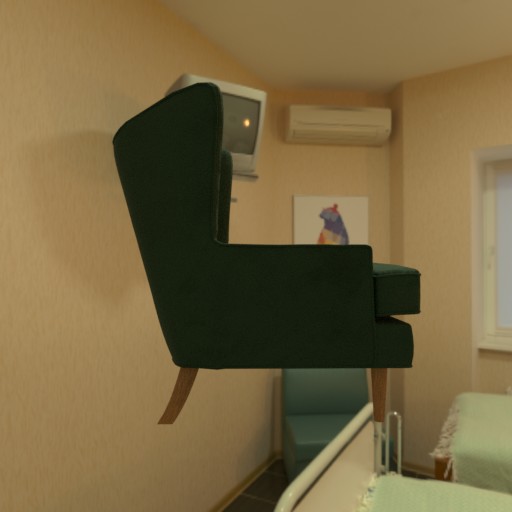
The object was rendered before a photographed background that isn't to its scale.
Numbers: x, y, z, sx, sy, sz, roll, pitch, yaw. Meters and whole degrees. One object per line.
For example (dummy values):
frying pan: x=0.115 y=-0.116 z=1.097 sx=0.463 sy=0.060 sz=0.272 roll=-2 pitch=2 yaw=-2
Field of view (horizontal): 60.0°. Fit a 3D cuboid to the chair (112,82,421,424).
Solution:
chair: x=0.000 y=0.000 z=1.588 sx=0.910 sy=0.952 sz=0.793 roll=0 pitch=0 yaw=-1
